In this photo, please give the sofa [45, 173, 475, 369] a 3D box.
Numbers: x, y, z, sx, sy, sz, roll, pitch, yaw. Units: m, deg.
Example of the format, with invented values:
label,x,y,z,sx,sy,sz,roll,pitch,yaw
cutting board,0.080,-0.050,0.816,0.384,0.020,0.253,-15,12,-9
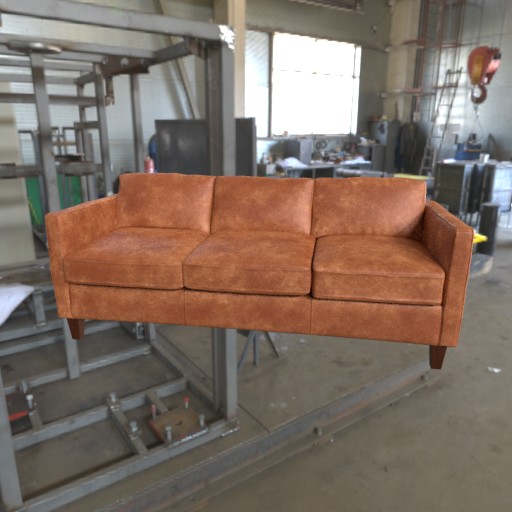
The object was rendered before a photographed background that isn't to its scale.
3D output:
label,x,y,z,sx,sy,sz,roll,pitch,yaw
sofa,0.000,0.000,2.972,2.464,1.006,1.045,3,16,9
